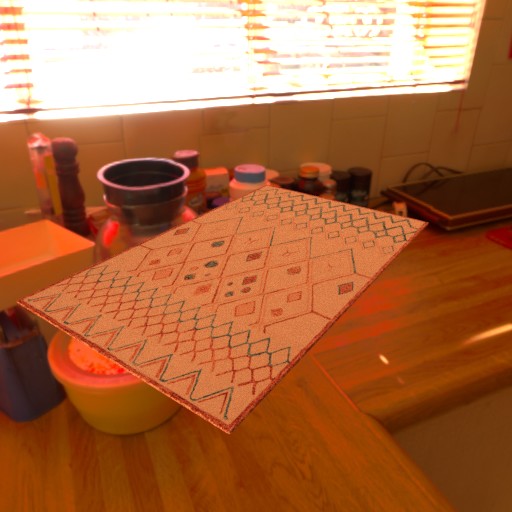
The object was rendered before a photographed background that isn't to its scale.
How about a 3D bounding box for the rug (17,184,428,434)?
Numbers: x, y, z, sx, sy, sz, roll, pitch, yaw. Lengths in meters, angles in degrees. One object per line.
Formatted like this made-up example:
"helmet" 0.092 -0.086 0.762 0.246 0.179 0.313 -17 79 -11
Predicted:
"rug" 0.000 0.000 2.941 1.524 0.015 2.438 19 33 31
